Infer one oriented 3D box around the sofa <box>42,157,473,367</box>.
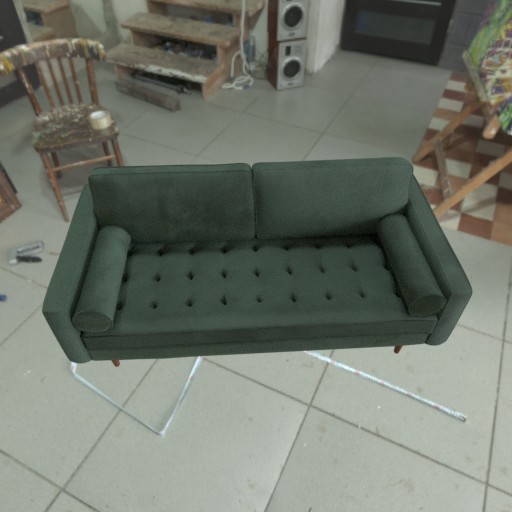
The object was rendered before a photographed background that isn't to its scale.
[{"bbox_3d":[0.000,0.000,2.319,1.880,0.772,0.916,-2,46,-2],"label":"sofa"}]
